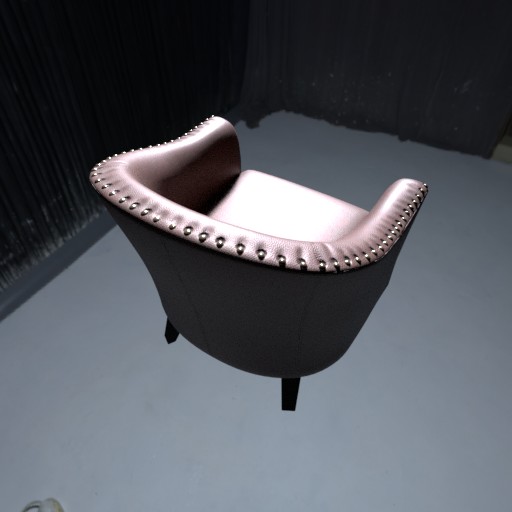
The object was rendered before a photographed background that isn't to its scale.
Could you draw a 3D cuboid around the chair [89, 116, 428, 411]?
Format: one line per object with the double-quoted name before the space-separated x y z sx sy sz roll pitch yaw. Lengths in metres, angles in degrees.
"chair" 0.000 0.000 1.401 0.794 0.823 0.748 24 51 21
